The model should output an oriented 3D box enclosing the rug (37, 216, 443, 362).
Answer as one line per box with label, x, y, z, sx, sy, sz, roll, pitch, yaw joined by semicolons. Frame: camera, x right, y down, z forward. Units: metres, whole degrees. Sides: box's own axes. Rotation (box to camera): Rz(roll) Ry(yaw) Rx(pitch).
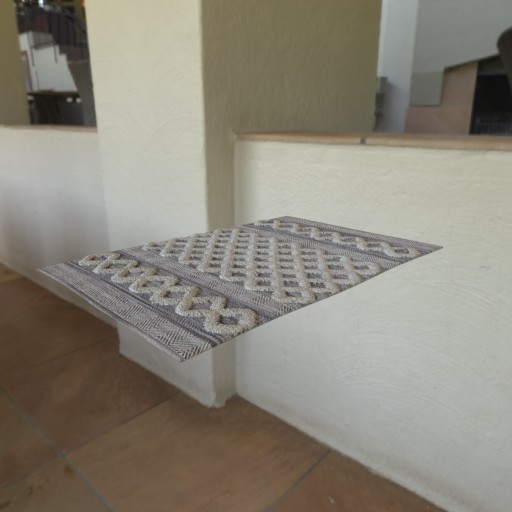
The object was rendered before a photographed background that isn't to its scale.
rug;0.000;0.000;2.363;1.823;0.030;1.222;-16;23;-42
